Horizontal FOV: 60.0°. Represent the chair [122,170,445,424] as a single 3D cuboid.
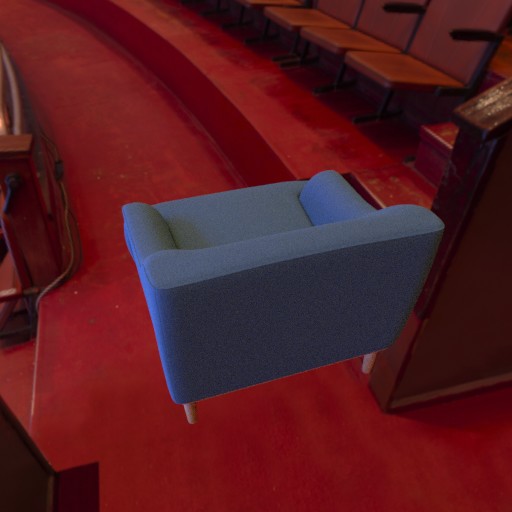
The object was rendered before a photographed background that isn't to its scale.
[{"bbox_3d":[0.000,0.000,1.696,0.946,0.818,0.951,-12,42,-13],"label":"chair"}]
